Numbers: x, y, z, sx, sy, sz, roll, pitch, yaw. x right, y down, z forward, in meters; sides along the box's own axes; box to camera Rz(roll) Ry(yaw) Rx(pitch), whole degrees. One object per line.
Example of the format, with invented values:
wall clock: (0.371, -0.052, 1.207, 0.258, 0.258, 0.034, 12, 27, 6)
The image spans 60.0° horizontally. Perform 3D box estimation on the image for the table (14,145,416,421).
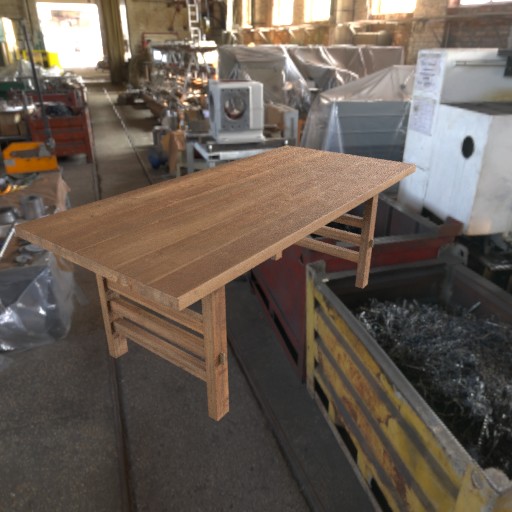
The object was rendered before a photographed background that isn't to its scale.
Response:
table: (0.000, 0.000, 2.424, 0.952, 0.760, 2.003, 18, 31, 33)
